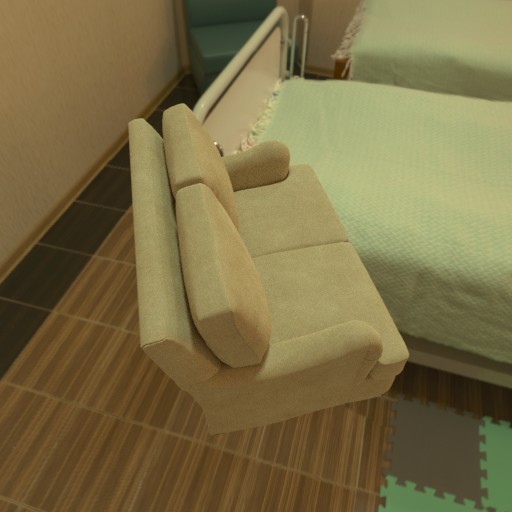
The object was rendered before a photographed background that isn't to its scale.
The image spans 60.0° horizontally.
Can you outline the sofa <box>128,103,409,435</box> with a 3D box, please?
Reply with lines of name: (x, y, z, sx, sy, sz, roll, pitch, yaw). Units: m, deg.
sofa: (0.000, 0.000, 2.299, 1.086, 1.087, 1.498, -9, 48, -9)
